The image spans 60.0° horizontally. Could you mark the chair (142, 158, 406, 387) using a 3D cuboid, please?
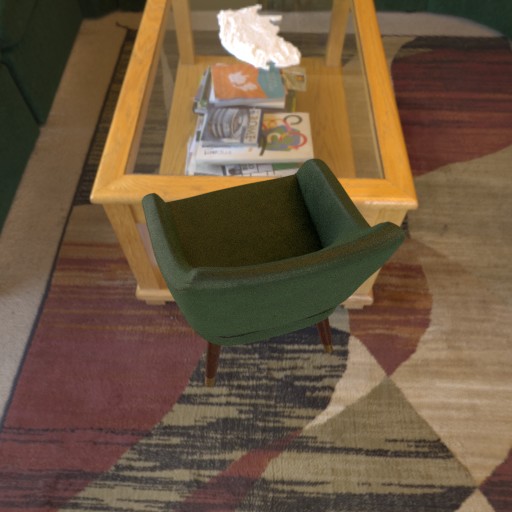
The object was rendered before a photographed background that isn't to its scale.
[{"bbox_3d":[0.000,0.000,1.555,0.683,1.081,0.794,-14,59,-9],"label":"chair"}]
